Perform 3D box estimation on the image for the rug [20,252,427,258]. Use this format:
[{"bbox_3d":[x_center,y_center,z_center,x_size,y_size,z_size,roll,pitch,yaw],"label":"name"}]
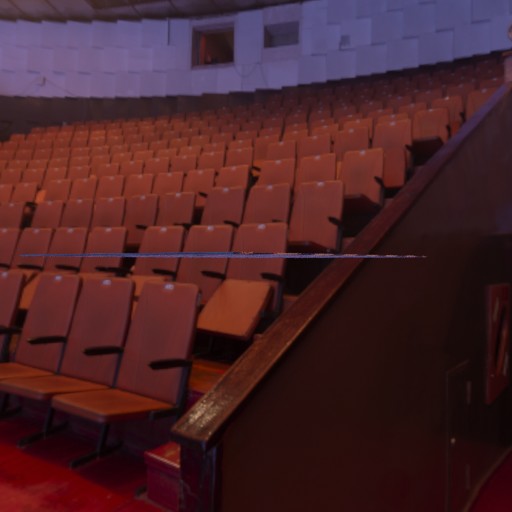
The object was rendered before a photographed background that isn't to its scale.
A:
[{"bbox_3d":[0.000,0.000,2.897,1.522,0.010,2.311,0,-1,37],"label":"rug"}]
